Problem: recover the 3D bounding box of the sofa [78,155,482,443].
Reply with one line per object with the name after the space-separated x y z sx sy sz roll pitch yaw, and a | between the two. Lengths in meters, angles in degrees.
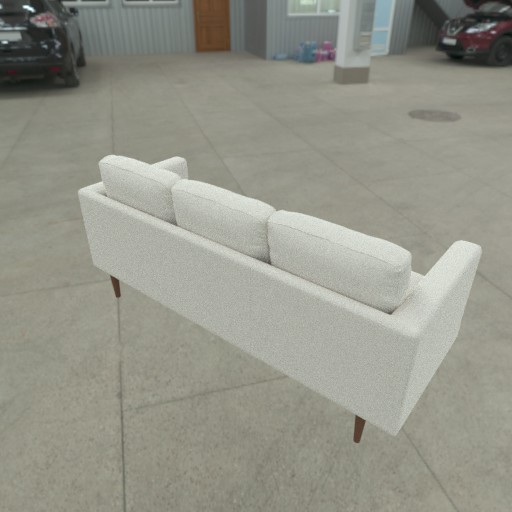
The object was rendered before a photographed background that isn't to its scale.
0.000 0.000 2.404 2.029 0.912 0.802 22 38 32 | sofa
